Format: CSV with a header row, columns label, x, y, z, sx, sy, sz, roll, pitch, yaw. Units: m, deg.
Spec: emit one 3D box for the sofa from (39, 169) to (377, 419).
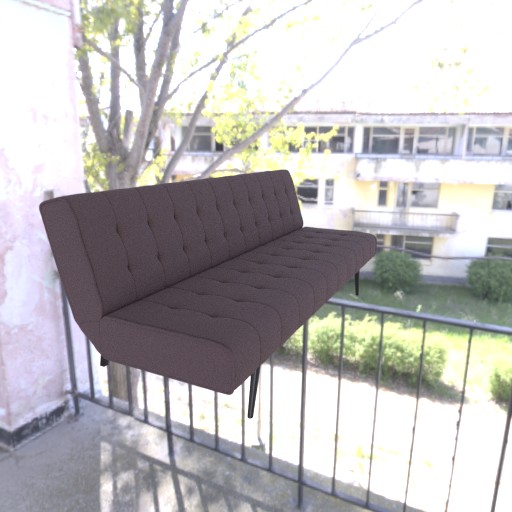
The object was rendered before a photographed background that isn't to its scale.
label,x,y,z,sx,sy,sz,roll,pitch,yaw
sofa,0.000,0.000,2.045,0.747,0.699,1.703,7,16,26
